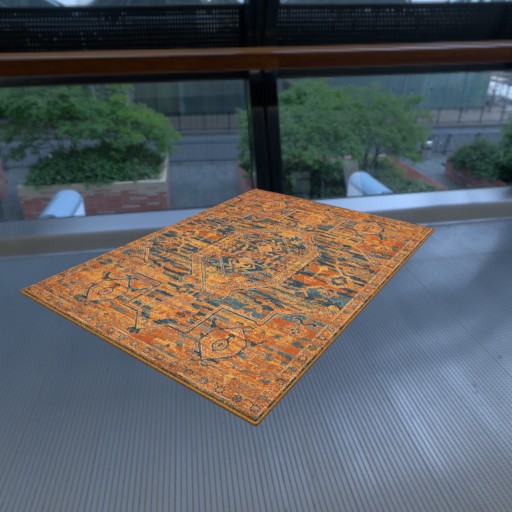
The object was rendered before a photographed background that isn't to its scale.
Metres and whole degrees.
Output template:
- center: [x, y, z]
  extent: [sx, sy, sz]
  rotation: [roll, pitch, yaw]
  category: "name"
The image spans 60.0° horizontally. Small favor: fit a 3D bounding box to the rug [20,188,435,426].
- center: [0.000, 0.000, 2.797]
  extent: [1.588, 0.024, 2.204]
  rotation: [18, 32, 32]
  category: "rug"
